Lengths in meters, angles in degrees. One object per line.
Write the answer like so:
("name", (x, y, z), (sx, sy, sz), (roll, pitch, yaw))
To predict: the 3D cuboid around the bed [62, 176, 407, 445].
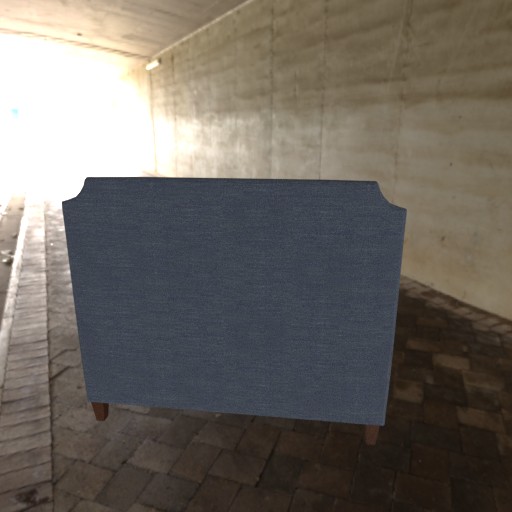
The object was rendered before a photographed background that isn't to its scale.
("bed", (0.000, 0.000, 3.408), (1.713, 1.443, 2.372), (2, 17, 7))
